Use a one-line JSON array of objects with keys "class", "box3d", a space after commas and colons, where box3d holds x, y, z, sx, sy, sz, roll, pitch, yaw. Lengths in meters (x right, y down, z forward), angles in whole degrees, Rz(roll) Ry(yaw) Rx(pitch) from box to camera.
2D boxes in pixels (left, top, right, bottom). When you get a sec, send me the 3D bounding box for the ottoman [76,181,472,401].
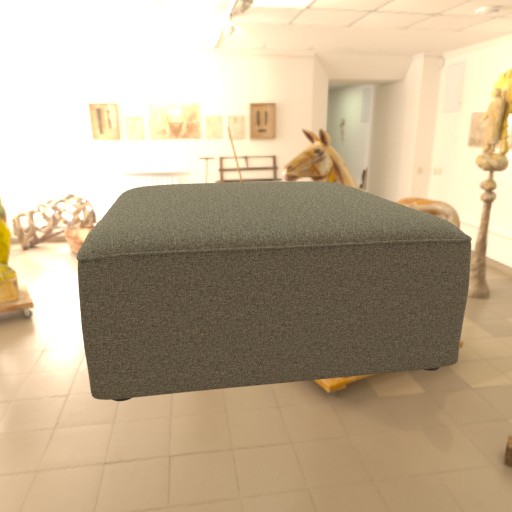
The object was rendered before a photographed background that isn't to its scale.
[{"class": "ottoman", "box3d": [0.000, 0.000, 1.589, 1.015, 0.464, 1.005, -3, 17, -9]}]
